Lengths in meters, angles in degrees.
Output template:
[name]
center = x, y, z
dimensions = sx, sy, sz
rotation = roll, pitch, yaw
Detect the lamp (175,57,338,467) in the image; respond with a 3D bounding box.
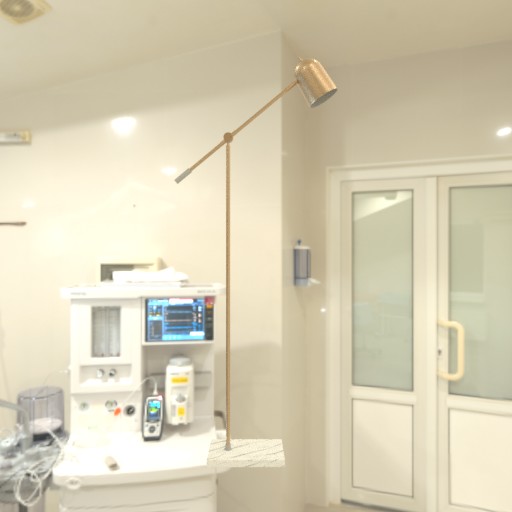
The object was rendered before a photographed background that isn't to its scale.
[lamp]
center = 0.000, 0.000, 1.771
dimensions = 0.653, 1.594, 0.194
rotation = 0, 0, 0
